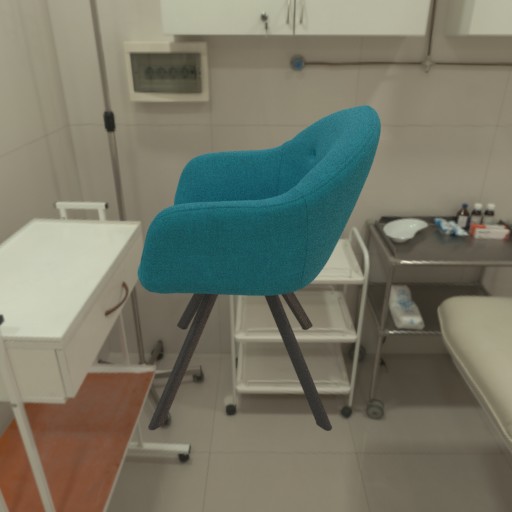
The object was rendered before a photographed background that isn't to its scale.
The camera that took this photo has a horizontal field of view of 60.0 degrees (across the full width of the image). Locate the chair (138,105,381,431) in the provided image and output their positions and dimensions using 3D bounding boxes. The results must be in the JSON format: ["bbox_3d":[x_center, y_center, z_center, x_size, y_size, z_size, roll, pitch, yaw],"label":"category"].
[{"bbox_3d":[0.000,0.000,1.206,0.565,0.775,0.545,0,26,0],"label":"chair"}]
